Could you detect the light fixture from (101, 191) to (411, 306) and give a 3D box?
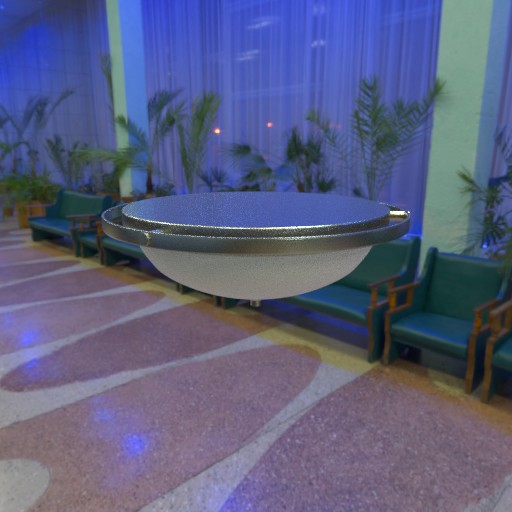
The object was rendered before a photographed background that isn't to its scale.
[{"bbox_3d":[0.000,0.000,0.560,0.361,0.130,0.361,0,14,0],"label":"light fixture"}]
